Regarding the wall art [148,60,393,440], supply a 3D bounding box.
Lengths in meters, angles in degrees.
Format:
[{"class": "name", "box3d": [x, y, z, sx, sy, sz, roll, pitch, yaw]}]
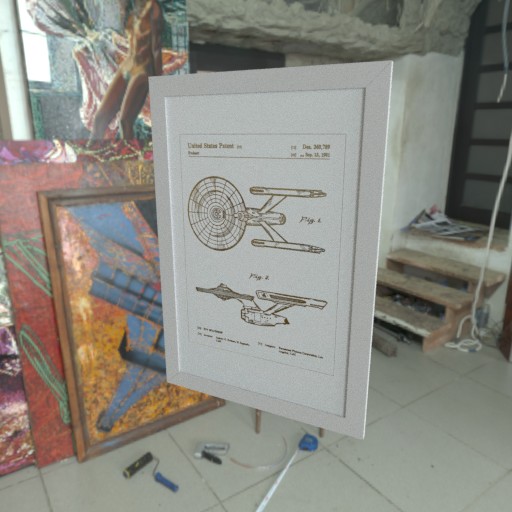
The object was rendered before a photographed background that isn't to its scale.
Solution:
[{"class": "wall art", "box3d": [0.000, 0.000, 0.845, 0.454, 0.659, 0.011, 8, 17, 25]}]
